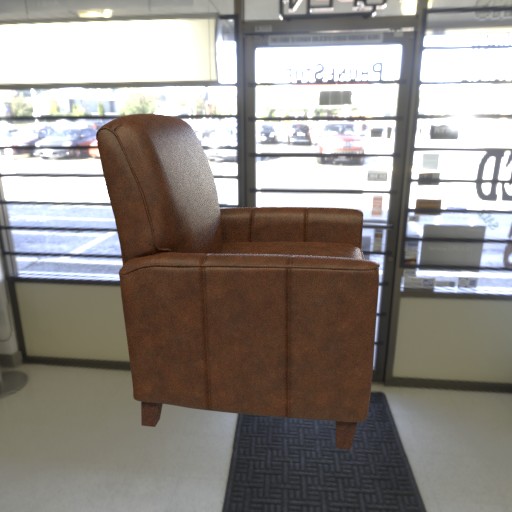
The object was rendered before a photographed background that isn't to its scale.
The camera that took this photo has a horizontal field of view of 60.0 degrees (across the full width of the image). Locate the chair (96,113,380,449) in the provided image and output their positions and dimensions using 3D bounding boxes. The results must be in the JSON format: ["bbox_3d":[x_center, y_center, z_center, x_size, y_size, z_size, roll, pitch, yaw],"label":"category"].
[{"bbox_3d":[0.000,0.000,1.648,0.850,1.010,0.839,3,17,9],"label":"chair"}]
